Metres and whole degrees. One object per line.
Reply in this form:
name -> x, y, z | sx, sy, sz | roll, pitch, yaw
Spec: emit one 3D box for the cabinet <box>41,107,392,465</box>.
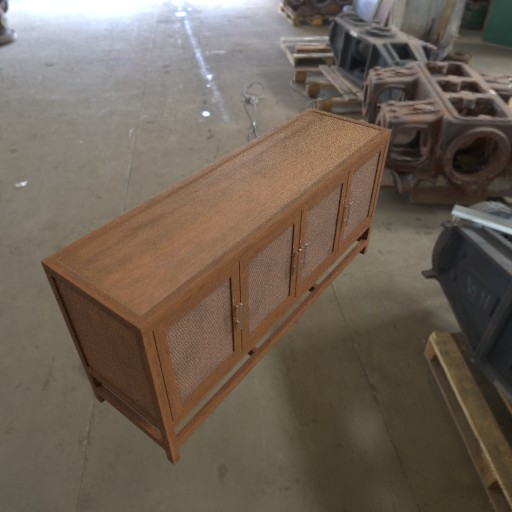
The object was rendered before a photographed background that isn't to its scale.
cabinet -> 0.000, 0.000, 2.152 | 0.522, 0.820, 1.708 | 26, 46, 28
